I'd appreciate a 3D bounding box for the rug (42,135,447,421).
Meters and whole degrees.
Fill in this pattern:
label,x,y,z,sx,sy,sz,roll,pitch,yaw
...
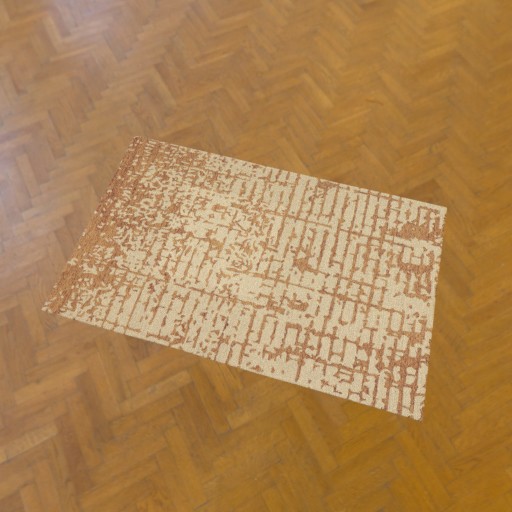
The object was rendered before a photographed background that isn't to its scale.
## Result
label,x,y,z,sx,sy,sz,roll,pitch,yaw
rug,0.000,0.000,3.026,2.435,0.011,1.517,14,64,7
